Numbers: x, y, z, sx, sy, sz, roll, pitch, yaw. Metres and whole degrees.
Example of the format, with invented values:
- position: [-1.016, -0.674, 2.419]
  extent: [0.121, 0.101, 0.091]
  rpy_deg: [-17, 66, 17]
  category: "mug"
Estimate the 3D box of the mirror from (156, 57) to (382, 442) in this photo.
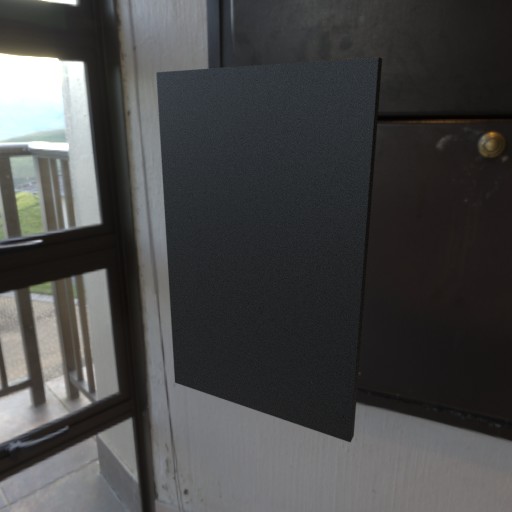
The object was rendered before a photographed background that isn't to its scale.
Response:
- position: [0.000, 0.000, 1.540]
  extent: [0.762, 1.219, 0.038]
  rpy_deg: [9, 19, 27]
  category: "mirror"
